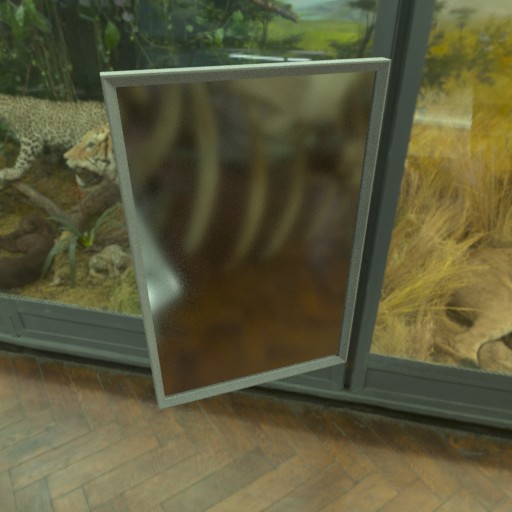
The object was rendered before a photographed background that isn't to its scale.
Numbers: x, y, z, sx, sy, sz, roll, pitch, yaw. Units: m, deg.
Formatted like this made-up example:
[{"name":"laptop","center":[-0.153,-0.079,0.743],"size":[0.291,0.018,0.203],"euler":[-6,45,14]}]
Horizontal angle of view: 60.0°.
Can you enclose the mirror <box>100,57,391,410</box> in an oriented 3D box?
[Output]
[{"name":"mirror","center":[0.000,0.000,1.144],"size":[0.609,0.915,0.041],"euler":[-10,33,-15]}]
